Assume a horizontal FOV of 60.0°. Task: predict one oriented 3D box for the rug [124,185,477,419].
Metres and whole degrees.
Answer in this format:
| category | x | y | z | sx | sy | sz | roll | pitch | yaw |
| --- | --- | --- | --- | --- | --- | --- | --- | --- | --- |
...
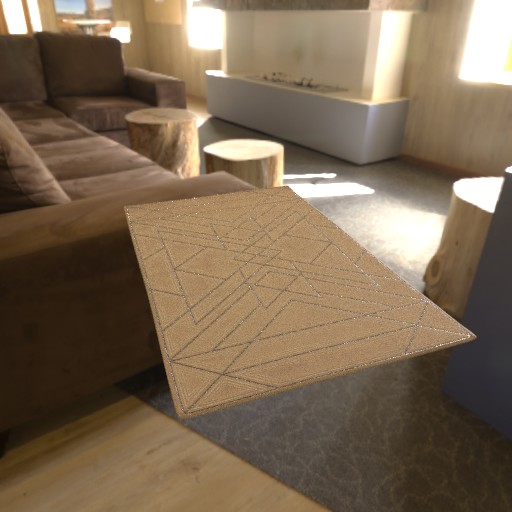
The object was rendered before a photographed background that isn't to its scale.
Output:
| category | x | y | z | sx | sy | sz | roll | pitch | yaw |
| --- | --- | --- | --- | --- | --- | --- | --- | --- | --- |
| rug | 0.000 | 0.000 | 3.087 | 1.575 | 0.023 | 2.459 | -10 | 30 | -17 |
